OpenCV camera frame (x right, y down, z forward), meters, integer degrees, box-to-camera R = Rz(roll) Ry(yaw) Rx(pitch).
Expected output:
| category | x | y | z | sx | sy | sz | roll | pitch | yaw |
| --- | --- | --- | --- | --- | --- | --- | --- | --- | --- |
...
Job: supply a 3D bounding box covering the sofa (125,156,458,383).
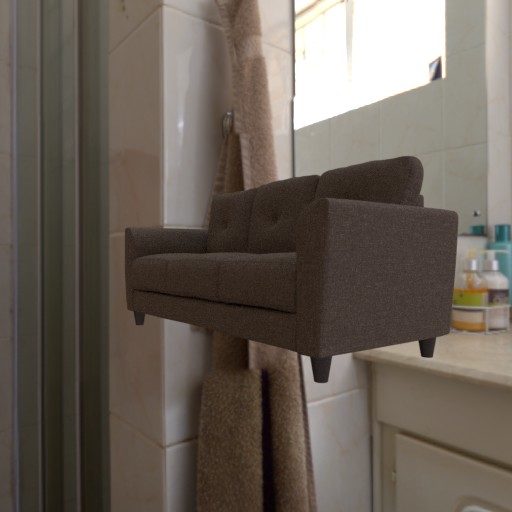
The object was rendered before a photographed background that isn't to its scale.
| category | x | y | z | sx | sy | sz | roll | pitch | yaw |
| --- | --- | --- | --- | --- | --- | --- | --- | --- | --- |
| sofa | 0.000 | 0.000 | 2.415 | 0.837 | 0.891 | 1.847 | 0 | 0 | -37 |
